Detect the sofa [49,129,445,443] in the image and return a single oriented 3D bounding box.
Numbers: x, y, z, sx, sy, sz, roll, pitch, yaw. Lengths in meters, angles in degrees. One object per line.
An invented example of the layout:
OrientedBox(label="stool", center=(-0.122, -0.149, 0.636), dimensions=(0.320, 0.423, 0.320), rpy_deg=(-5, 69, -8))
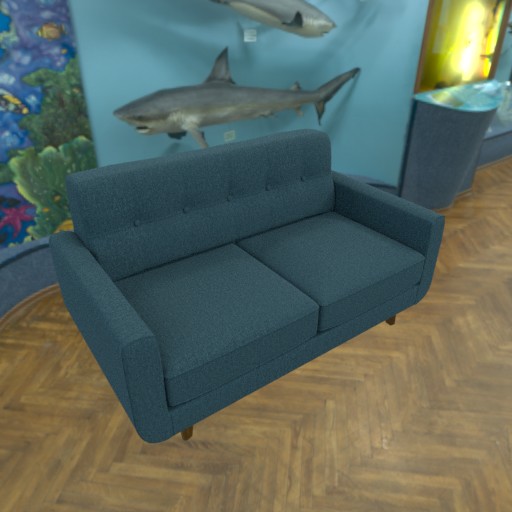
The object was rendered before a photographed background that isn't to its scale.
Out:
OrientedBox(label="sofa", center=(0.000, 0.000, 2.147), dimensions=(1.651, 0.896, 0.942), rpy_deg=(-20, 35, -30))
